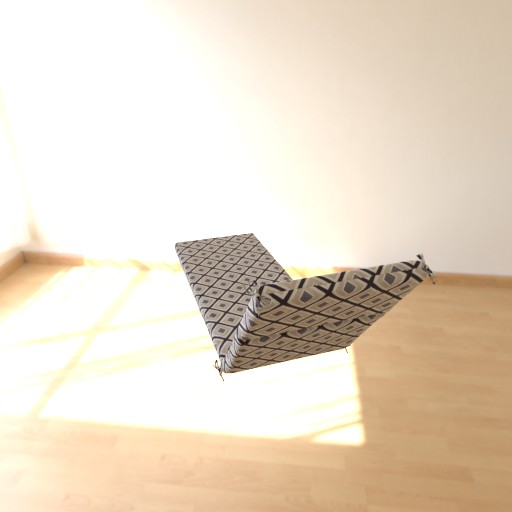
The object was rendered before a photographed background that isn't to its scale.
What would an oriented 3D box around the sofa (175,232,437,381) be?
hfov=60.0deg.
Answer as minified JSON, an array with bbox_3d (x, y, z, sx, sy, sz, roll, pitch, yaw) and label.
[{"bbox_3d":[0.000,0.000,2.005,0.582,0.622,1.663,-8,27,-17],"label":"sofa"}]
